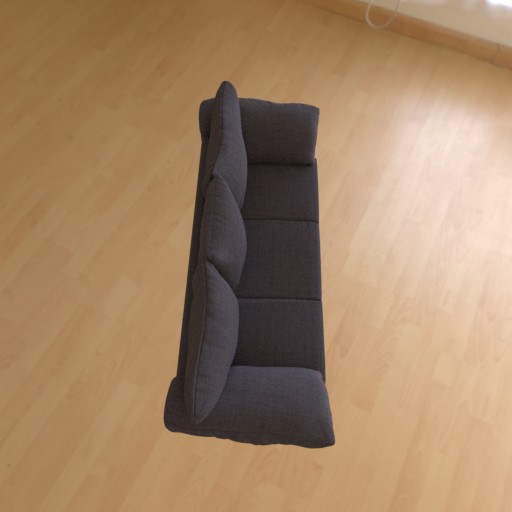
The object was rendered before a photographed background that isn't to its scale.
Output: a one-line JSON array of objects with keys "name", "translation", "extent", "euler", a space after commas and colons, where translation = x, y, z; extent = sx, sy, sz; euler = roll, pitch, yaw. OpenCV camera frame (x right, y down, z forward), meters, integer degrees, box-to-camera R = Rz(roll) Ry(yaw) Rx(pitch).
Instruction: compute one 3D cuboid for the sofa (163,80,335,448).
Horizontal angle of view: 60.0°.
[{"name": "sofa", "translation": [0.000, 0.000, 2.932], "extent": [0.883, 1.080, 2.336], "euler": [2, 64, 1]}]
